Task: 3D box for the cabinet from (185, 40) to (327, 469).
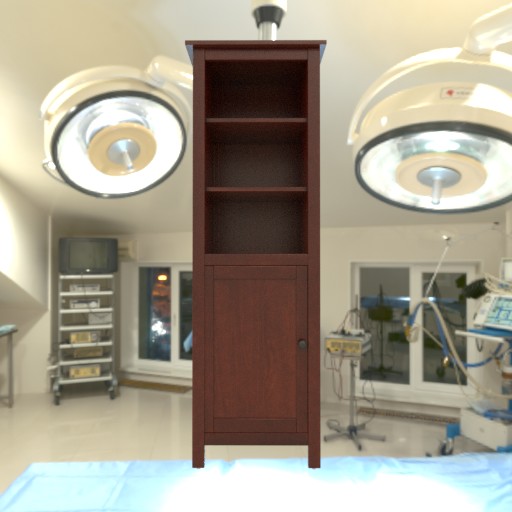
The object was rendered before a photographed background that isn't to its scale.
[{"bbox_3d":[0.000,0.000,1.754,0.500,1.518,0.401,0,-1,0],"label":"cabinet"}]
